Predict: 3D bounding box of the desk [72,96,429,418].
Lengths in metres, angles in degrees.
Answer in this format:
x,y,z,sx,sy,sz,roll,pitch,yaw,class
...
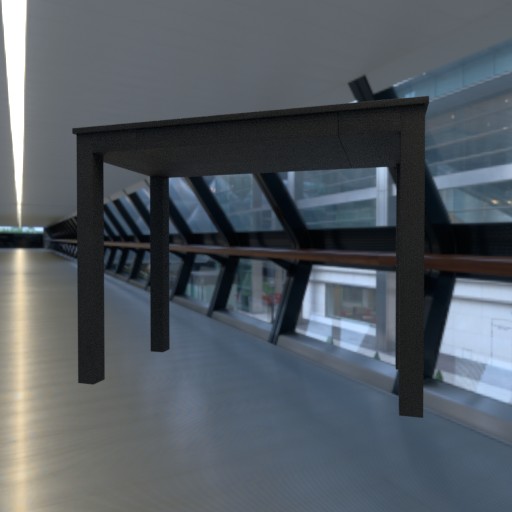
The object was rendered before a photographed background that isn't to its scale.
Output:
x,y,z,sx,sy,sz,roll,pitch,yaw,class
0.000,0.000,1.421,0.991,0.762,0.499,0,1,16,desk
